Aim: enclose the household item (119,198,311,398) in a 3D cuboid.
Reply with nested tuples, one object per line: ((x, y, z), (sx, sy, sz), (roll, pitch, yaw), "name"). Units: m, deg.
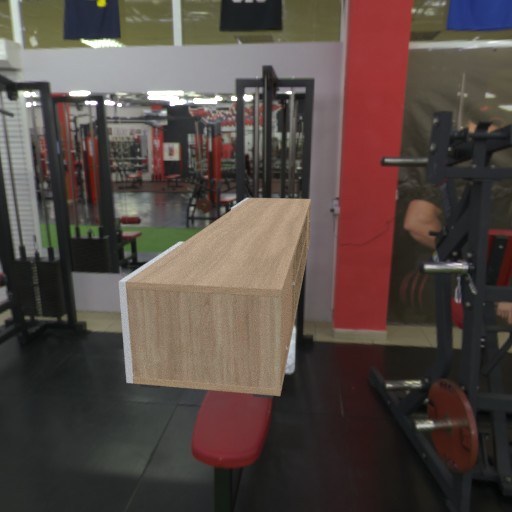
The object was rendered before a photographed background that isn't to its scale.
((0.000, 0.000, 2.027), (0.420, 0.310, 1.850), (2, 14, 9), "household item")
